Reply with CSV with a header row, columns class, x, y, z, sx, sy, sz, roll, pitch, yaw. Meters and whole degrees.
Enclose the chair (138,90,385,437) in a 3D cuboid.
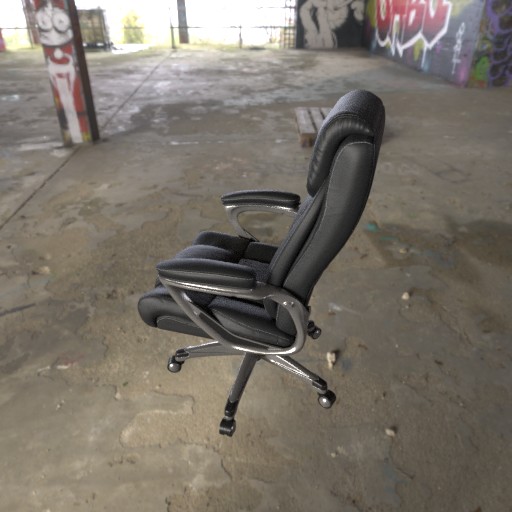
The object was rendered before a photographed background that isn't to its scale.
class,x,y,z,sx,sy,sz,roll,pitch,yaw
chair,0.000,0.000,1.661,0.784,1.167,0.741,9,31,15
